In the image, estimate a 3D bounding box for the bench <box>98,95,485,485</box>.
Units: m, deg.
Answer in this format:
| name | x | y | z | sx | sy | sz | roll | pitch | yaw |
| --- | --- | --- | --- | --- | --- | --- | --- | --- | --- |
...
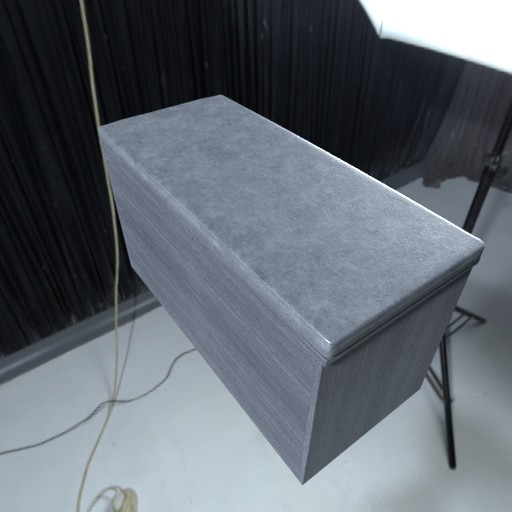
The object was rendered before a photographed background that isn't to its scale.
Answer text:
| name | x | y | z | sx | sy | sz | roll | pitch | yaw |
| --- | --- | --- | --- | --- | --- | --- | --- | --- | --- |
| bench | 0.000 | 0.000 | 1.163 | 0.401 | 0.501 | 0.905 | -26 | 47 | -27 |
